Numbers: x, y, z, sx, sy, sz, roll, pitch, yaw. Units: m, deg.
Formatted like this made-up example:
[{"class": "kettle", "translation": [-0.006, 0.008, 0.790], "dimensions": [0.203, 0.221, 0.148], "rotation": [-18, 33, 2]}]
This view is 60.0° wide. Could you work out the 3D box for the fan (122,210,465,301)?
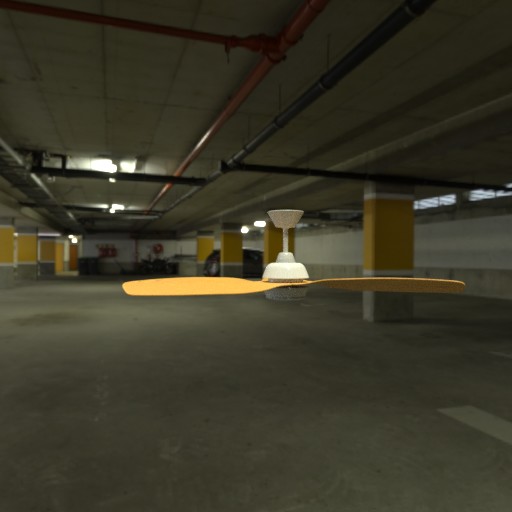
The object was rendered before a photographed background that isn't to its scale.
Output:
[{"class": "fan", "translation": [0.000, 0.000, 1.685], "dimensions": [1.010, 0.355, 1.142], "rotation": [0, 0, -36]}]
